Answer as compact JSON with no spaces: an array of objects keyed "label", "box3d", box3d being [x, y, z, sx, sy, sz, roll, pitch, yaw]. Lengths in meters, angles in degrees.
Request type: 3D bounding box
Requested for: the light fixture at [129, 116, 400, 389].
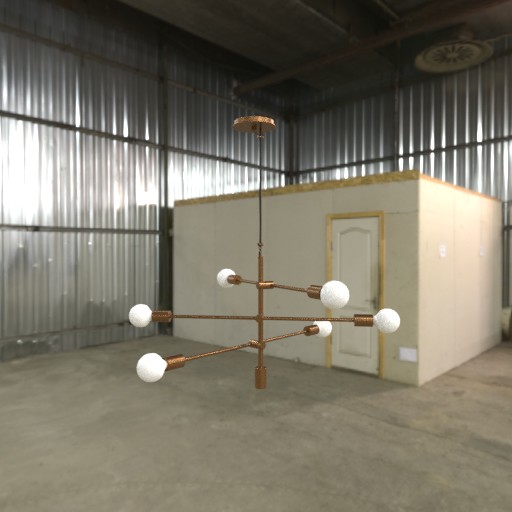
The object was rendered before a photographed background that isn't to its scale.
[{"label":"light fixture","box3d":[0.000,0.000,1.246,0.682,0.744,0.637,0,1,-18]}]
